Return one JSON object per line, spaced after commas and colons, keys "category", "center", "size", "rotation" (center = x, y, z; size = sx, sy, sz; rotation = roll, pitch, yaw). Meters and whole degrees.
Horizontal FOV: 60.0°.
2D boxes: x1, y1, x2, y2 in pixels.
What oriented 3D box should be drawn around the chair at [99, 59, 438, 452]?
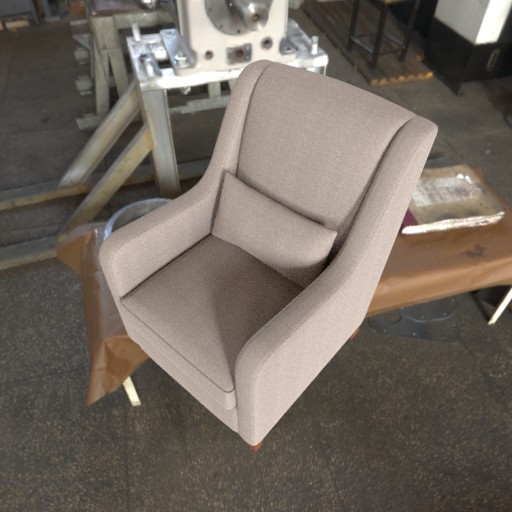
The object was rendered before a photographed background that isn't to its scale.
{"category": "chair", "center": [0.000, 0.000, 1.611], "size": [0.715, 1.017, 0.890], "rotation": [33, 55, 26]}
